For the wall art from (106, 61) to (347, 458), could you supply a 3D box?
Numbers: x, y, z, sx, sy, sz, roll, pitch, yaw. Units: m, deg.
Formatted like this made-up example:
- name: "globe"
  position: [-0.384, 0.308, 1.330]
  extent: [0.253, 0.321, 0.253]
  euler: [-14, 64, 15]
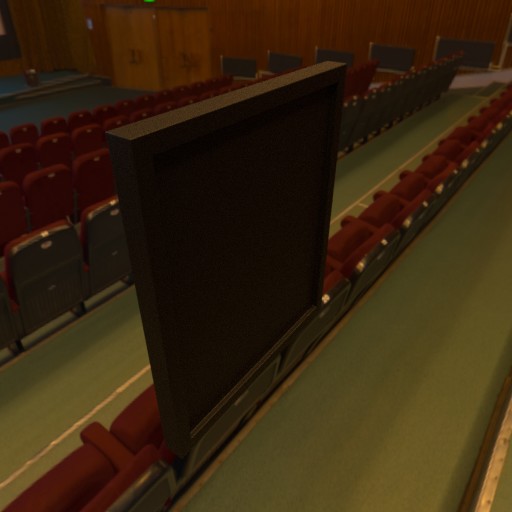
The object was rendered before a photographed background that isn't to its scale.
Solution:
- name: "wall art"
  position: [0.000, 0.000, 0.526]
  extent: [0.028, 0.381, 0.328]
  euler: [22, 40, 29]
